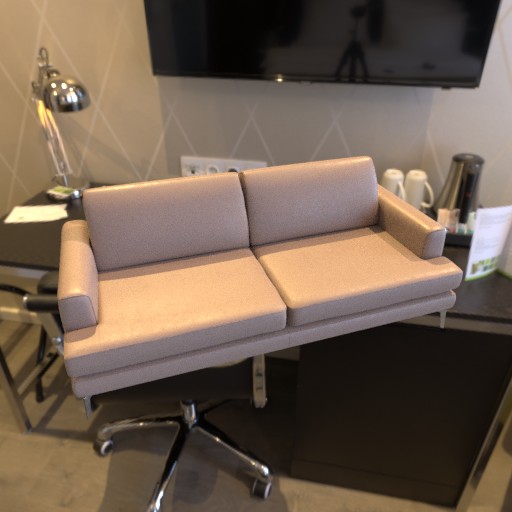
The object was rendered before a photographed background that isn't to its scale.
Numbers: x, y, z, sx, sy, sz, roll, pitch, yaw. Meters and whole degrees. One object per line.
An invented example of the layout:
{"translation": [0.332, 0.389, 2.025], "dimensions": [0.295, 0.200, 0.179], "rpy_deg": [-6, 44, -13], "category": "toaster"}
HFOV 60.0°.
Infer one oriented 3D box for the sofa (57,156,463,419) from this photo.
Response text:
{"translation": [0.000, 0.000, 2.377], "dimensions": [1.940, 0.765, 0.974], "rpy_deg": [-10, 32, -16], "category": "sofa"}
